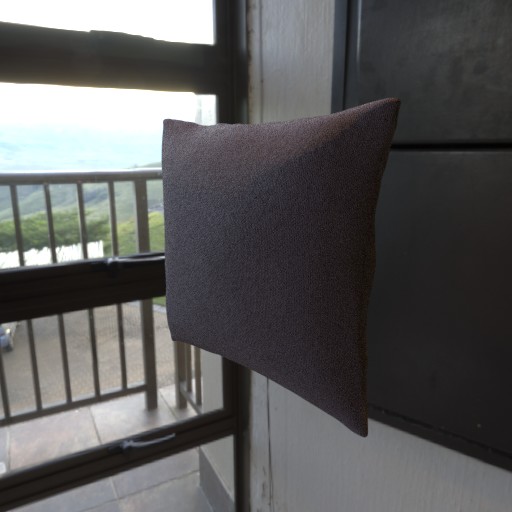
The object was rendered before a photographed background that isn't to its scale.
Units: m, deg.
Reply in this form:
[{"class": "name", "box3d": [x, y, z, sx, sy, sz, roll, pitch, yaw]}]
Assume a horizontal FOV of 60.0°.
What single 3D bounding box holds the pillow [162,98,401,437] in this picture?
[{"class": "pillow", "box3d": [0.000, 0.000, 0.700, 0.452, 0.439, 0.204, 12, 18, 42]}]
